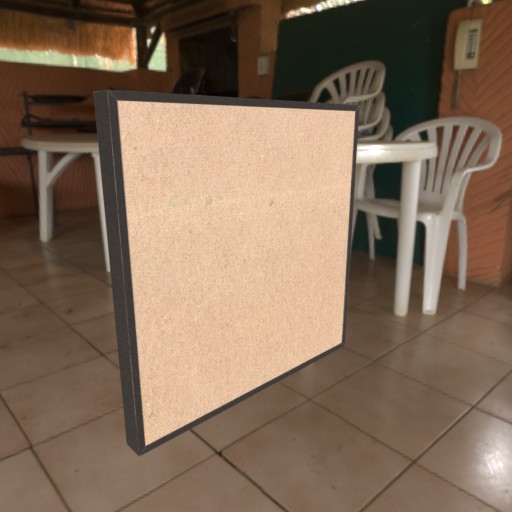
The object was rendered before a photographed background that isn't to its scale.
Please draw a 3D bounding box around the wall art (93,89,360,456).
[{"bbox_3d":[0.000,0.000,0.763,0.508,0.508,0.038,-14,21,-41],"label":"wall art"}]
